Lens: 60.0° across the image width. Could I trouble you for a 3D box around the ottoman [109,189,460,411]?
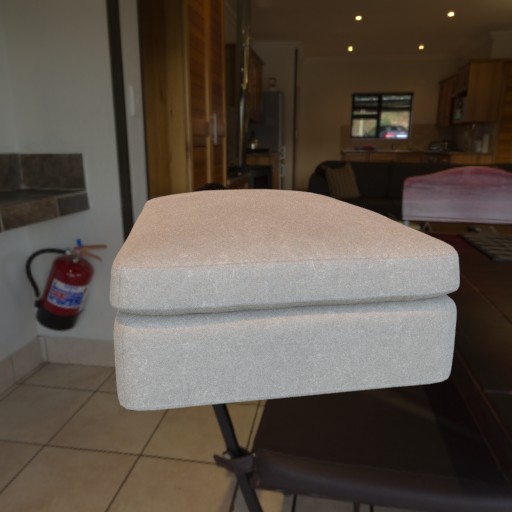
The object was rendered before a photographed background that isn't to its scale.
[{"bbox_3d":[0.000,0.000,1.564,0.840,0.429,1.199,-2,14,-10],"label":"ottoman"}]
